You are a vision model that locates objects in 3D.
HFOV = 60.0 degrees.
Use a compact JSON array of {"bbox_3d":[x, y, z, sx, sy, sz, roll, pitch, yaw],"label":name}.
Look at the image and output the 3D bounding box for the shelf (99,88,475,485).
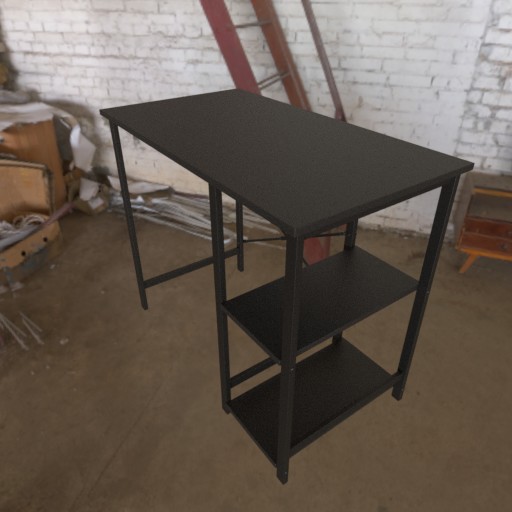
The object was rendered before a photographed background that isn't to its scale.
[{"bbox_3d":[0.000,0.000,1.329,0.498,0.749,0.902,-21,38,-30],"label":"shelf"}]
